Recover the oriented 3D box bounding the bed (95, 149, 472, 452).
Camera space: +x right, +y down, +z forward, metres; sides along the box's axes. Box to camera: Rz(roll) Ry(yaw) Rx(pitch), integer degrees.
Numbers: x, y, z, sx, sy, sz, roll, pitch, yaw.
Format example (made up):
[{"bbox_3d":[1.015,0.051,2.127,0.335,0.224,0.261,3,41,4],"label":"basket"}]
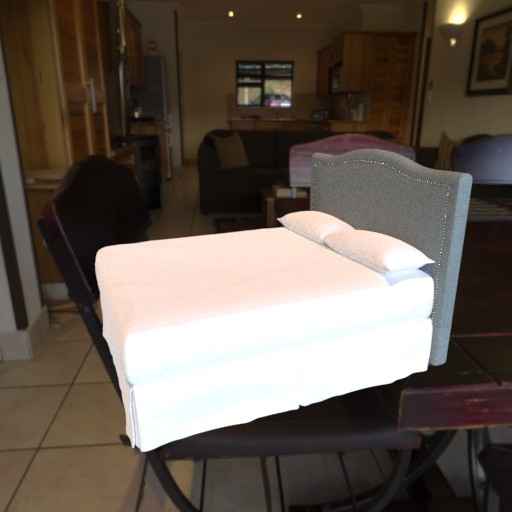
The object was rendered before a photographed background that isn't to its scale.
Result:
[{"bbox_3d":[0.000,0.000,3.225,2.143,1.460,1.753,-8,19,-23],"label":"bed"}]
